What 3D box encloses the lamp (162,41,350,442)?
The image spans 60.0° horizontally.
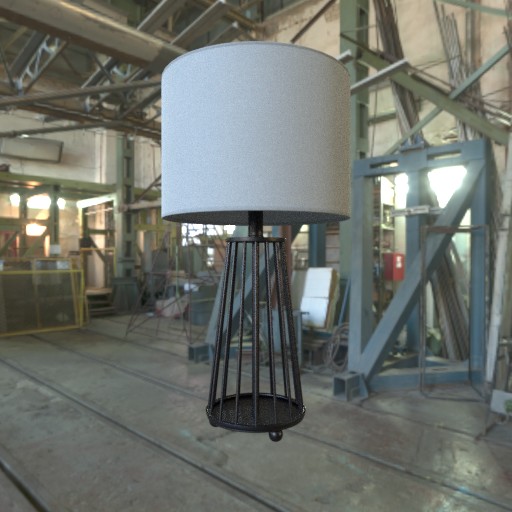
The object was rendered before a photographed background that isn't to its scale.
[{"bbox_3d":[0.000,0.000,0.772,0.322,0.593,0.322,0,0,-1],"label":"lamp"}]
